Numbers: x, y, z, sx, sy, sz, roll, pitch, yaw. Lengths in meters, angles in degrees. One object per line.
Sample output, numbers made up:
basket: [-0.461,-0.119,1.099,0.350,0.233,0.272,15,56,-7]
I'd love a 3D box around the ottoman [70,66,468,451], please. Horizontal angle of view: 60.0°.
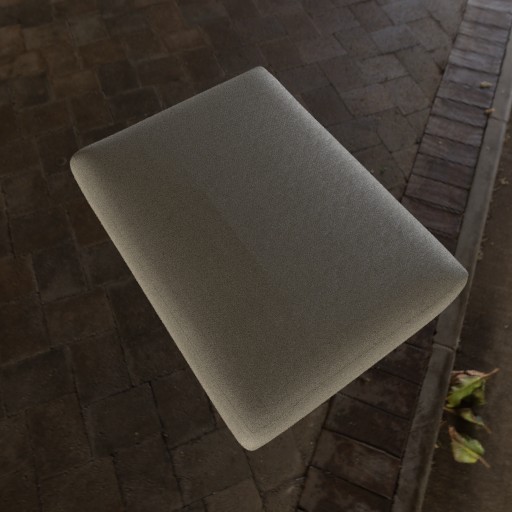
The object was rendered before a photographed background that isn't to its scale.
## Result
ottoman: [0.000,0.000,1.134,0.569,0.504,0.773,-31,67,-15]
